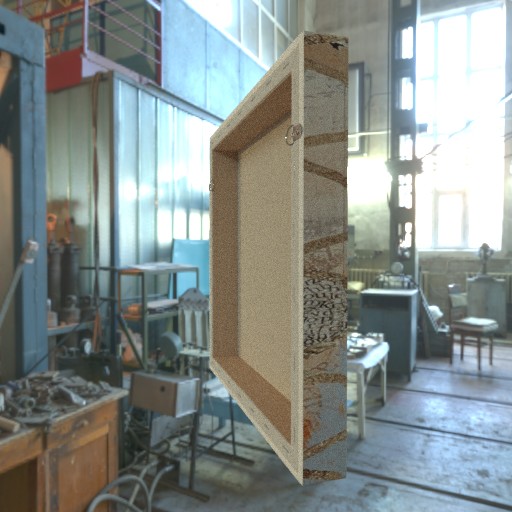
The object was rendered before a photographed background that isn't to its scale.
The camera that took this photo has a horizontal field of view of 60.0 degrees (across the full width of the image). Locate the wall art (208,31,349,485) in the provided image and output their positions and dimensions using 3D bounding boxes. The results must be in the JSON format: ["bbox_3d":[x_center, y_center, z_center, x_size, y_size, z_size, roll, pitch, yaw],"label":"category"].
[{"bbox_3d":[0.000,0.000,0.442,0.036,0.304,0.303,0,1,-18],"label":"wall art"}]
